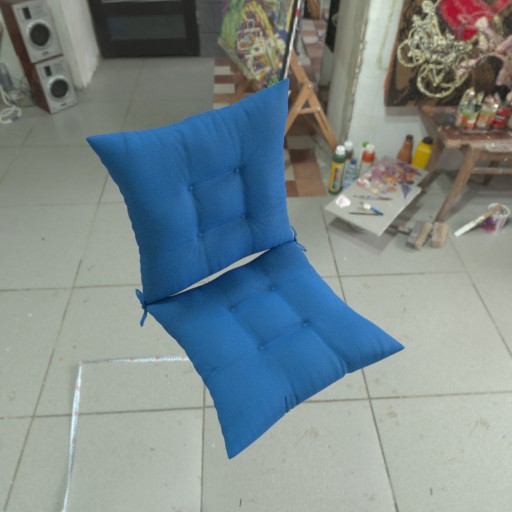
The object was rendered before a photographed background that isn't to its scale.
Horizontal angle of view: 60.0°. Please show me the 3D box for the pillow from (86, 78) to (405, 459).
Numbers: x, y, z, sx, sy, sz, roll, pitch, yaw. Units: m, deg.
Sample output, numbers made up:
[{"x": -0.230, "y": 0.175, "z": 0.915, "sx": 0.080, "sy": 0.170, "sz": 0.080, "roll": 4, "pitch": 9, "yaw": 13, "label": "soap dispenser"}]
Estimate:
[{"x": 0.000, "y": 0.000, "z": 1.024, "sx": 0.541, "sy": 0.536, "sz": 0.585, "roll": -24, "pitch": 50, "yaw": -22, "label": "pillow"}]
